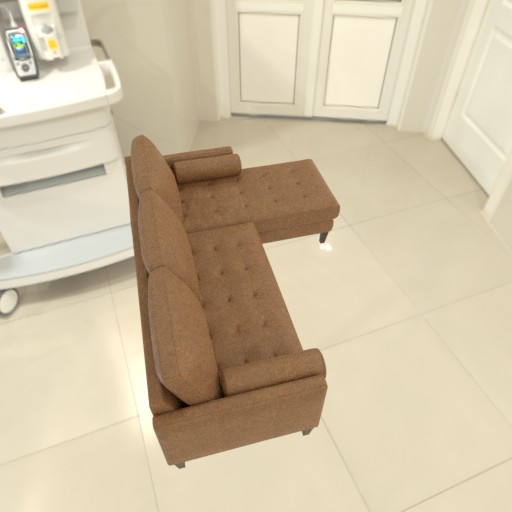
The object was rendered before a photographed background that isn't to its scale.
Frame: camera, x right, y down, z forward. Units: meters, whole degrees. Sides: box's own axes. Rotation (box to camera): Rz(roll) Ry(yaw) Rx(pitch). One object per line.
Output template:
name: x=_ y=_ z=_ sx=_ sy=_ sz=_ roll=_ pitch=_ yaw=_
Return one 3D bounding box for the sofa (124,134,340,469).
sofa: x=0.000 y=0.000 z=2.931 sx=1.506 sy=0.876 sz=2.178 roll=-11 pitch=47 yaw=-10
